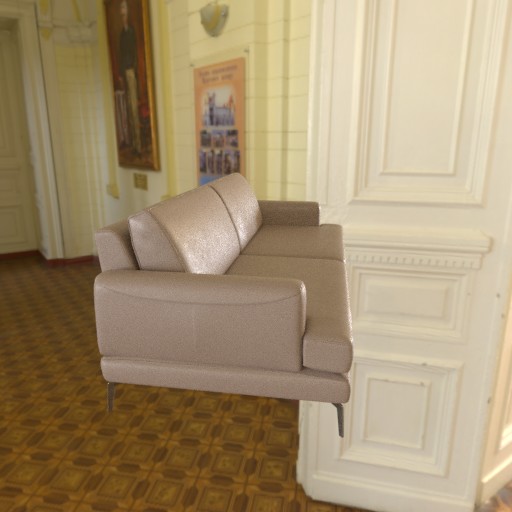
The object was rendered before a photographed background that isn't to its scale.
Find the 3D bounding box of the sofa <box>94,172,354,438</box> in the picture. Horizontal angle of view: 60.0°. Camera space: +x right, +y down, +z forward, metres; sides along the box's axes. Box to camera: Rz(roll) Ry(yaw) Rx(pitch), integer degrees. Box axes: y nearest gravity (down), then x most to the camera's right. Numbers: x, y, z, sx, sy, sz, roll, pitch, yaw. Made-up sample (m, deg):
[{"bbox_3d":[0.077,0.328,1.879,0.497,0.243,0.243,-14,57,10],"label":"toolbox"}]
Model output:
[{"bbox_3d":[0.000,0.000,2.417,0.974,0.765,1.940,3,16,9],"label":"sofa"}]
